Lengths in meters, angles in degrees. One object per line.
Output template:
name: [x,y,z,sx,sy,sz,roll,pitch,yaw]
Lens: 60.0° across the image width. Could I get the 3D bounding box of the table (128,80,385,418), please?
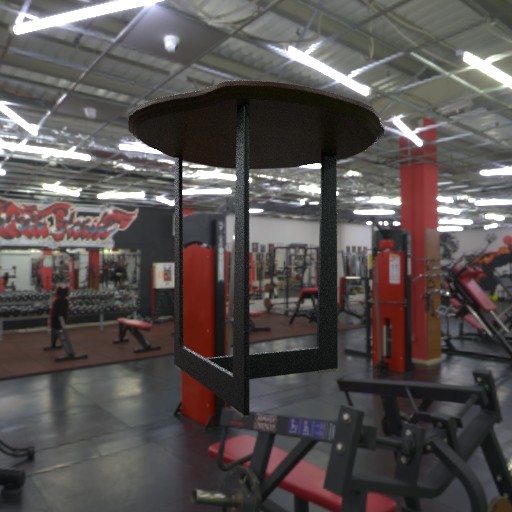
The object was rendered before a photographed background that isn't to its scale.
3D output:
table: [0.000,0.000,0.862,0.494,0.476,0.477,1,-2,-36]
